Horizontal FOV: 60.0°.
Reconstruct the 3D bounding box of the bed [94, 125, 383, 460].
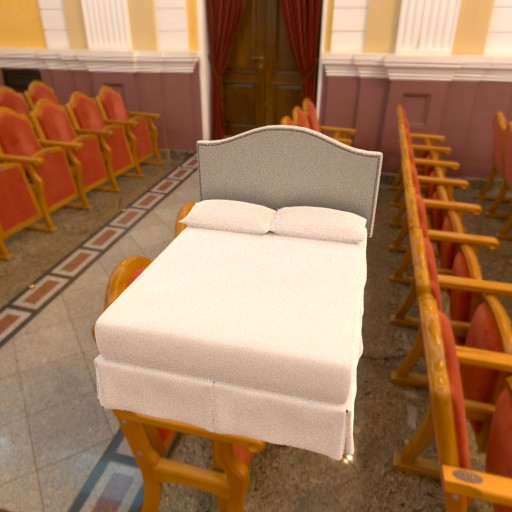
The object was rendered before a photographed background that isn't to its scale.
[{"bbox_3d":[0.000,0.000,3.492,1.813,1.607,2.180,7,29,13],"label":"bed"}]
